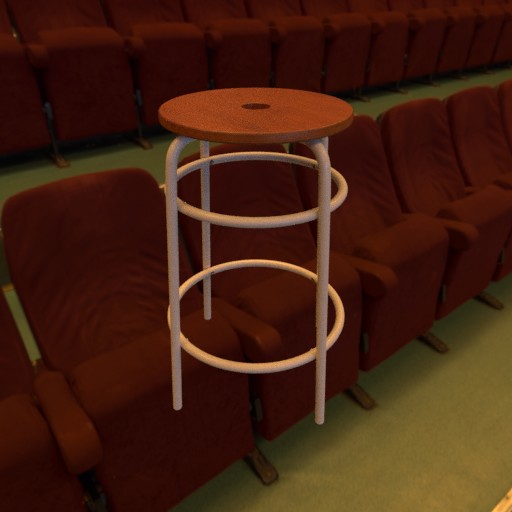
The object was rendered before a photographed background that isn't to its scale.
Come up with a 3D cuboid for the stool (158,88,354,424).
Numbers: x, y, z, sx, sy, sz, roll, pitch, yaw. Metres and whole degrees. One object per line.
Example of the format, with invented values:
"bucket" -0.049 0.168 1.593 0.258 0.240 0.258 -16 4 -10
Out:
"stool" 0.000 0.000 0.929 0.455 0.610 0.455 -22 38 -32
